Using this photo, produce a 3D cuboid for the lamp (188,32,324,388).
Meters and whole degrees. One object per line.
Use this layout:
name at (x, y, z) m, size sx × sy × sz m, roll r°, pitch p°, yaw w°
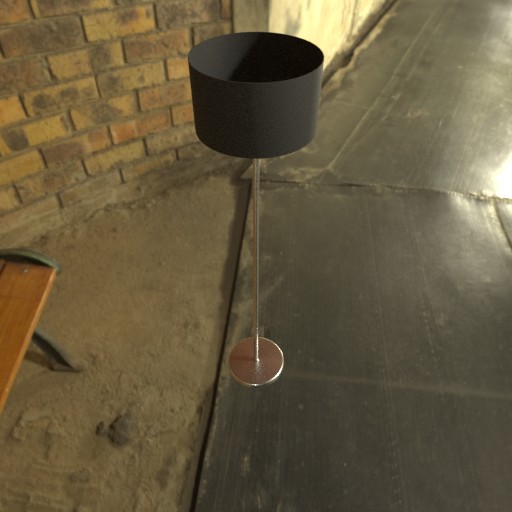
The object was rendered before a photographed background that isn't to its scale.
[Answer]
lamp at (0.000, 0.000, 1.639) m, size 0.348 × 1.443 × 0.348 m, roll -24°, pitch 49°, yaw -22°
